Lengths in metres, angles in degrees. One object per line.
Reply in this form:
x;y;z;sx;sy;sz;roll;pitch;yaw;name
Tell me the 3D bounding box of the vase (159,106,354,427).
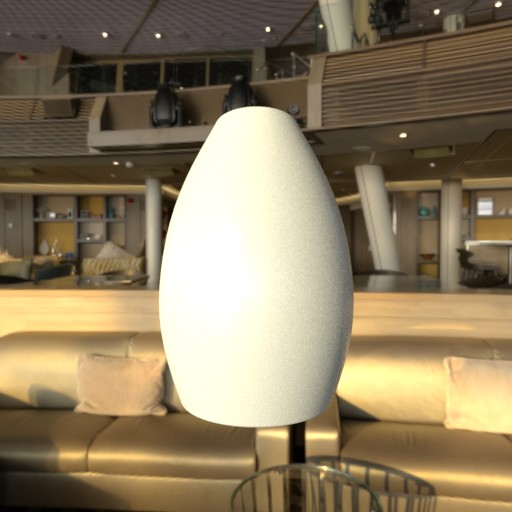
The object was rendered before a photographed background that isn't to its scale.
0.000;0.000;0.256;0.089;0.131;0.187;0;2;0;vase
